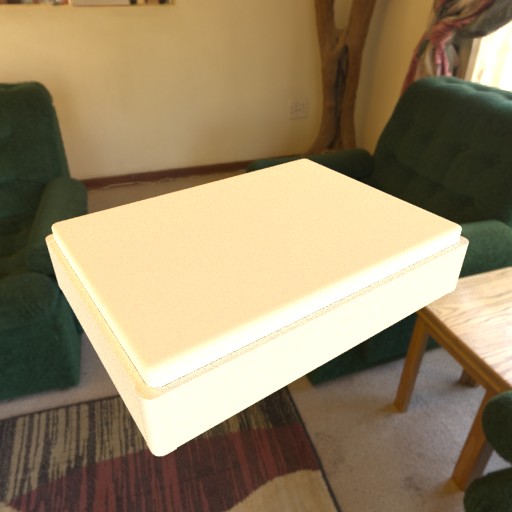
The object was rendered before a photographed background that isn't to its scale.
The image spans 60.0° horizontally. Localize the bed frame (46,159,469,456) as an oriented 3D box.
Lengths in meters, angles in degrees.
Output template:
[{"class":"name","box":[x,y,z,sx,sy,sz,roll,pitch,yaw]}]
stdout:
[{"class":"bed frame","box":[0.000,0.000,2.500,1.900,0.406,1.400,-20,37,-29]}]
